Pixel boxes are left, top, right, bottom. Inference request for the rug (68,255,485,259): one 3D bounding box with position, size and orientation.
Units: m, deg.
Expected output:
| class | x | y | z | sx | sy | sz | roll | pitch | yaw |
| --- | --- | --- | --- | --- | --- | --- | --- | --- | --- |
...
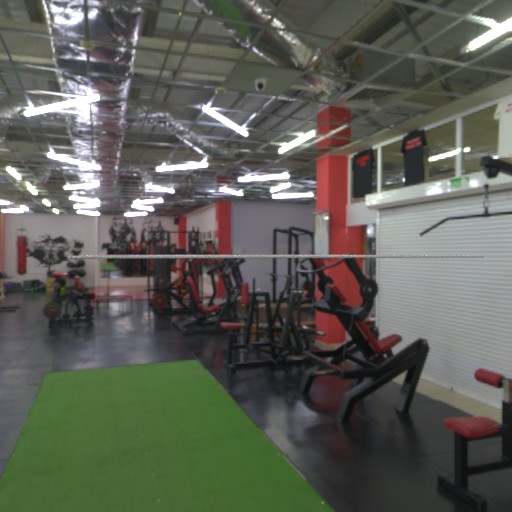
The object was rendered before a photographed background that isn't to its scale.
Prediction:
| class | x | y | z | sx | sy | sz | roll | pitch | yaw |
| --- | --- | --- | --- | --- | --- | --- | --- | --- | --- |
| rug | 0.000 | 0.000 | 4.279 | 3.123 | 0.017 | 2.447 | 0 | 0 | -17 |
